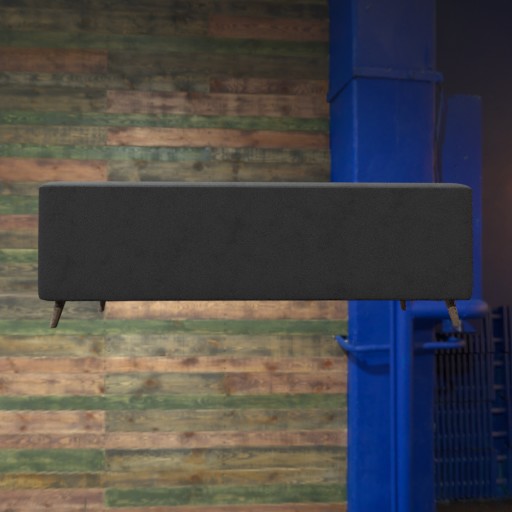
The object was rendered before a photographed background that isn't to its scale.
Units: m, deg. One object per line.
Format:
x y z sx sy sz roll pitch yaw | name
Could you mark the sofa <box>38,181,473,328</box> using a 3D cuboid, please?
0.000 0.000 2.657 2.190 0.740 0.900 0 -1 -2 | sofa
